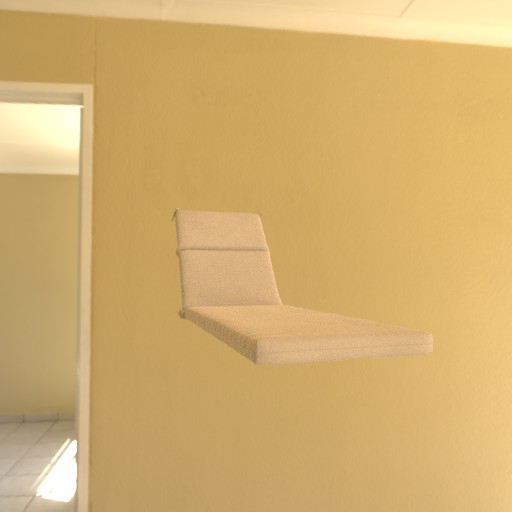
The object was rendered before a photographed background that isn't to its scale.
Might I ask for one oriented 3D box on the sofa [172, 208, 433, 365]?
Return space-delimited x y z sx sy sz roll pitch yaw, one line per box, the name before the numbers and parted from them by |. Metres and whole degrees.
sofa | 0.000 0.000 1.939 0.582 0.622 1.663 1 -2 -17
